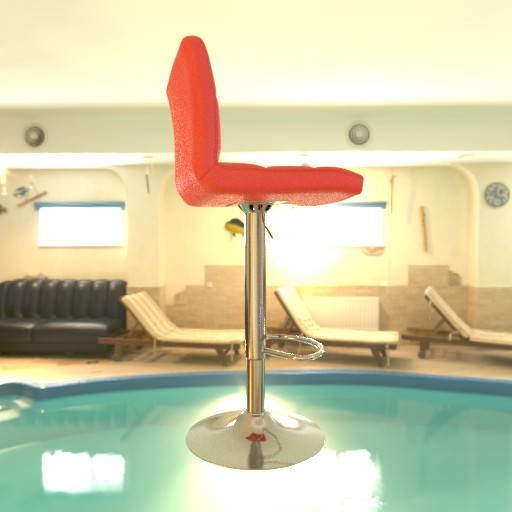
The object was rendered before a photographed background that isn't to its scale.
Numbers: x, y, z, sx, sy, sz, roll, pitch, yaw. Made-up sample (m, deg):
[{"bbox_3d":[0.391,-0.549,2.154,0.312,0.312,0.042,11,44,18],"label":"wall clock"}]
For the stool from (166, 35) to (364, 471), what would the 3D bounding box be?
[{"bbox_3d":[0.000,0.000,1.350,0.505,1.115,0.430,-1,2,-17],"label":"stool"}]
